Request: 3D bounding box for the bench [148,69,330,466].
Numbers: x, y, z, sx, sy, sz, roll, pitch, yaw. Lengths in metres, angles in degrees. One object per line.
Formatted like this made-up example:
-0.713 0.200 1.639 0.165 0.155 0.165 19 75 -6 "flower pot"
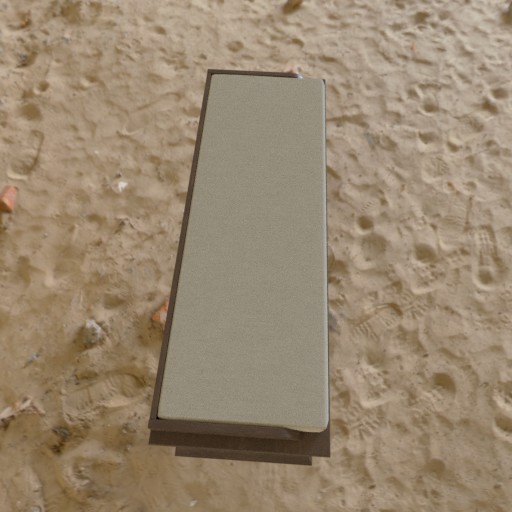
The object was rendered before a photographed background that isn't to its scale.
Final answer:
0.000 0.000 1.427 0.402 0.501 1.185 3 62 2 "bench"
